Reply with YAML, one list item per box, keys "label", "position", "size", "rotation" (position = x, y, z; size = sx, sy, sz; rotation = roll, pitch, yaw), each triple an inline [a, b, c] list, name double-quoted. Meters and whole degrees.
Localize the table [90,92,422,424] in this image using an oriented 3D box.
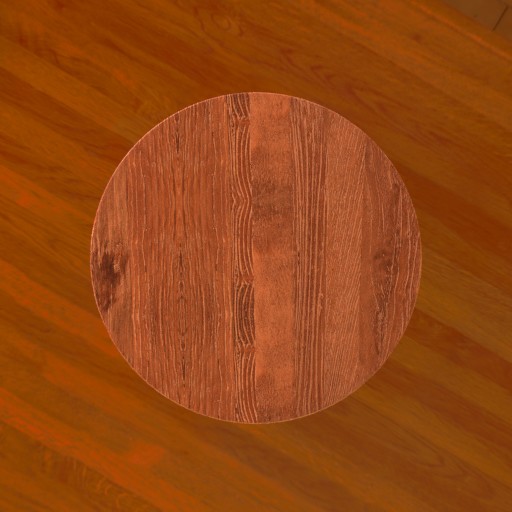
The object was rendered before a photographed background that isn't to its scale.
- label: "table"
  position: [0.000, 0.000, 0.915]
  size: [0.500, 0.500, 0.500]
  rotation: [0, 91, 0]
